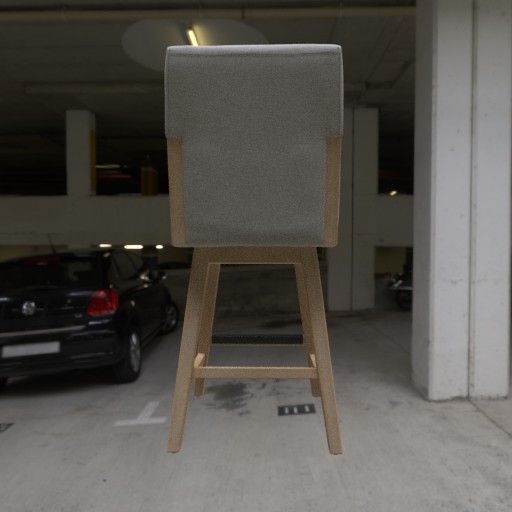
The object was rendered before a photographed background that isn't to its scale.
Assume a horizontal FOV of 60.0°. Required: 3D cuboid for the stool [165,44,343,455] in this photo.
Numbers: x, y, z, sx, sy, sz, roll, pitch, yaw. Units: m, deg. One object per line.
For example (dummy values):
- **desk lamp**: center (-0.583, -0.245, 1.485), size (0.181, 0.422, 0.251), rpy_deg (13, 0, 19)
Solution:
- **stool**: center (0.000, 0.000, 1.410), size (0.507, 1.085, 0.606), rpy_deg (0, 2, 1)
